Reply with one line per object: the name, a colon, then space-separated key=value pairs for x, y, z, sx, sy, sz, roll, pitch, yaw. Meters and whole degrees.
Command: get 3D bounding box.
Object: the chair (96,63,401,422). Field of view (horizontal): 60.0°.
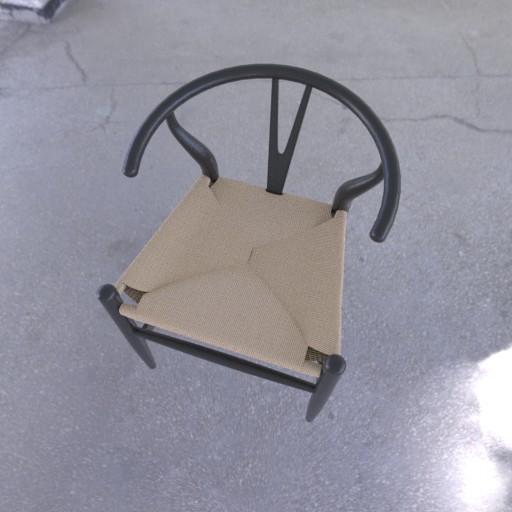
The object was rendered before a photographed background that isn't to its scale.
chair: x=0.000 y=0.000 z=1.152 sx=0.570 sy=0.739 sz=0.570 roll=16 pitch=60 yaw=9
